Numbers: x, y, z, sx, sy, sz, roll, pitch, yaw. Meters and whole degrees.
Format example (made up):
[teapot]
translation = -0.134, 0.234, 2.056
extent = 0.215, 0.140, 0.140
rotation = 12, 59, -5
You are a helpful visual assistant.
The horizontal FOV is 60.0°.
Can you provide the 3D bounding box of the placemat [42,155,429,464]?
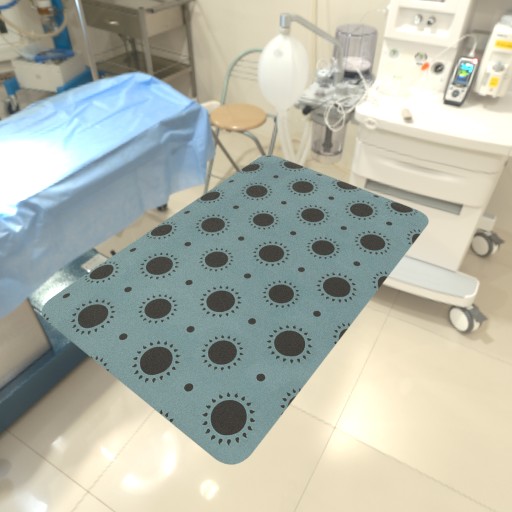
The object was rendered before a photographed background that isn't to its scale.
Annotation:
[placemat]
translation = 0.000, 0.000, 0.967
extent = 0.508, 0.021, 0.762
rotation = 27, 49, 27
